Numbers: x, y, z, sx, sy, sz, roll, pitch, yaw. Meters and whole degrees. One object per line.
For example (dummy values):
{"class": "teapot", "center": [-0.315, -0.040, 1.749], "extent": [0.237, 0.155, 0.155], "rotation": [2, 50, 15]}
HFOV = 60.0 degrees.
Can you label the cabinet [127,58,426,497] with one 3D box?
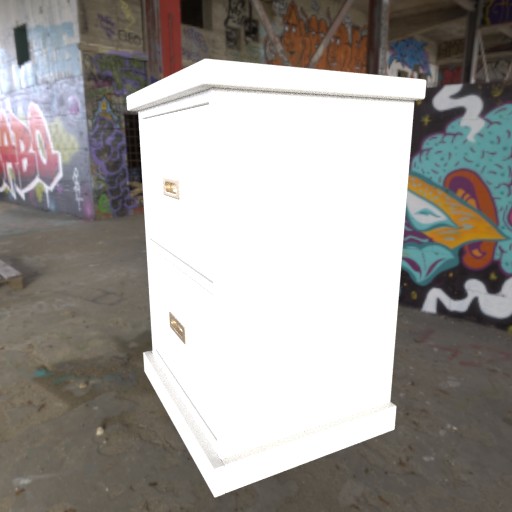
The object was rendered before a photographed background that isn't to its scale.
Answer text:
{"class": "cabinet", "center": [0.000, 0.000, 1.017], "extent": [0.431, 0.723, 0.520], "rotation": [-7, 15, -26]}
